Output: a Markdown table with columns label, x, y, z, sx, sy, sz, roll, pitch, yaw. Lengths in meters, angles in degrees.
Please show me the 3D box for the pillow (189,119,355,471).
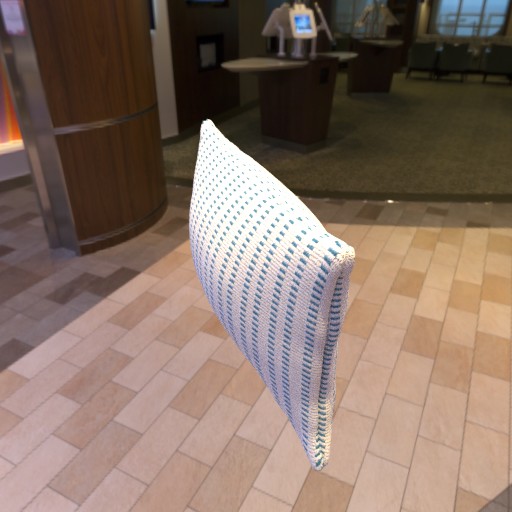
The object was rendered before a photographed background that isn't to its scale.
| label | x | y | z | sx | sy | sz | roll | pitch | yaw |
| --- | --- | --- | --- | --- | --- | --- | --- | --- | --- |
| pillow | 0.000 | 0.000 | 0.799 | 0.210 | 0.353 | 0.640 | -10 | 31 | -16 |
